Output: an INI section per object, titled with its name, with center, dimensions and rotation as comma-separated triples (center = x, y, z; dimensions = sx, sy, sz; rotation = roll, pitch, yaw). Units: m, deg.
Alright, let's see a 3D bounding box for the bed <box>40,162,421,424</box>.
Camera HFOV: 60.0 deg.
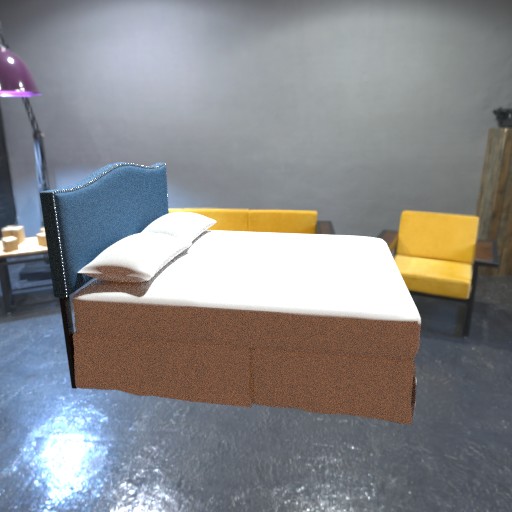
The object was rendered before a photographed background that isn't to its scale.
[bed]
center = 0.000, 0.000, 2.888
dimensions = 1.872, 1.169, 1.610
rotation = 3, 17, 9
